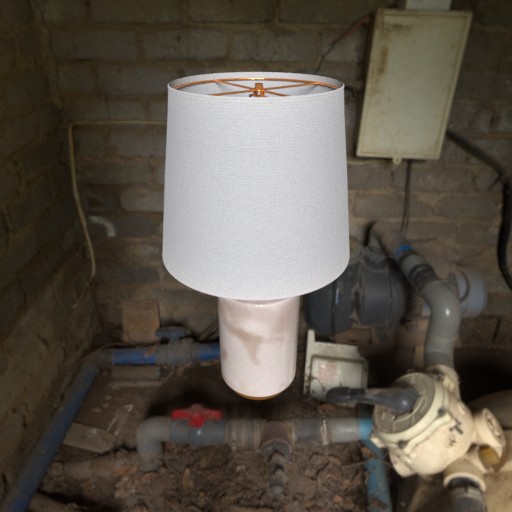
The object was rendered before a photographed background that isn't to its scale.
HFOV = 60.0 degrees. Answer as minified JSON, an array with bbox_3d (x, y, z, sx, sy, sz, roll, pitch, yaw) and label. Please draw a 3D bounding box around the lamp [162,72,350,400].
[{"bbox_3d":[0.000,0.000,0.462,0.189,0.340,0.189,0,29,0],"label":"lamp"}]
